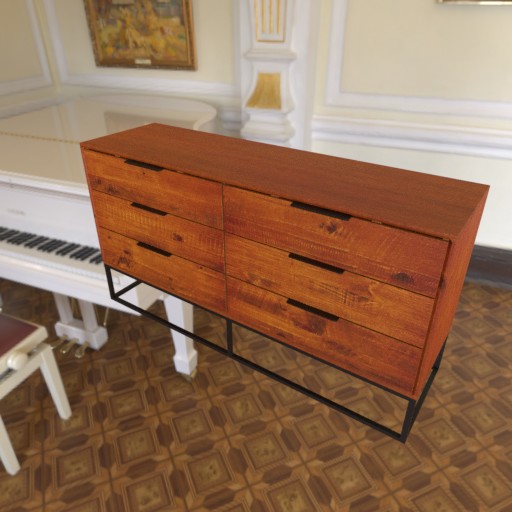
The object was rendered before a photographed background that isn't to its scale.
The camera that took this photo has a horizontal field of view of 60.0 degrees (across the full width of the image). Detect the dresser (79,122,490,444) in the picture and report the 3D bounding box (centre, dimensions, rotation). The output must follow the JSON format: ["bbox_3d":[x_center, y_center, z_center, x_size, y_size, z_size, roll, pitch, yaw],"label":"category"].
[{"bbox_3d":[0.000,0.000,1.857,1.536,0.810,0.464,19,35,29],"label":"dresser"}]
